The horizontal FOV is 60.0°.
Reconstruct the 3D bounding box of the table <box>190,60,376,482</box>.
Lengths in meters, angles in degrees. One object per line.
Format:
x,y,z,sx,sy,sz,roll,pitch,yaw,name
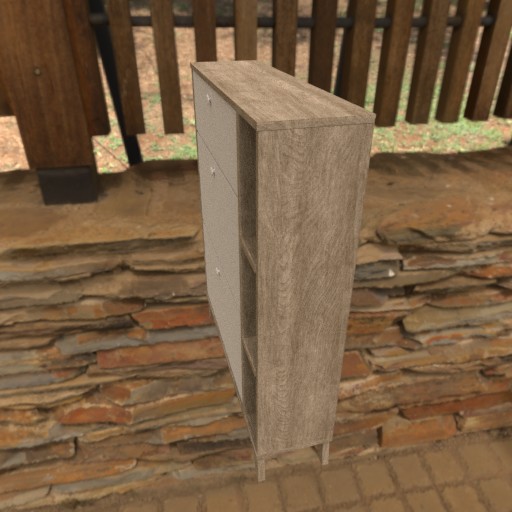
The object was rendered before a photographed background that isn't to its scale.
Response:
0.000,0.000,1.529,0.256,1.135,0.902,-8,31,-13,table
